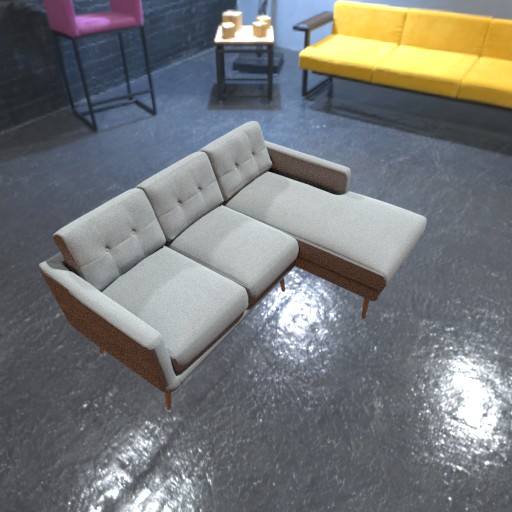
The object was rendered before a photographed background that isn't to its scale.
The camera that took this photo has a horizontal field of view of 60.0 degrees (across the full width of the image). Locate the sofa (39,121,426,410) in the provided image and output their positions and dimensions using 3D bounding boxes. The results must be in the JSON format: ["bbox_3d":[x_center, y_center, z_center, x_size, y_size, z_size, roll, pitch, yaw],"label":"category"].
[{"bbox_3d":[0.000,0.000,2.819,1.530,0.860,2.040,25,46,26],"label":"sofa"}]
